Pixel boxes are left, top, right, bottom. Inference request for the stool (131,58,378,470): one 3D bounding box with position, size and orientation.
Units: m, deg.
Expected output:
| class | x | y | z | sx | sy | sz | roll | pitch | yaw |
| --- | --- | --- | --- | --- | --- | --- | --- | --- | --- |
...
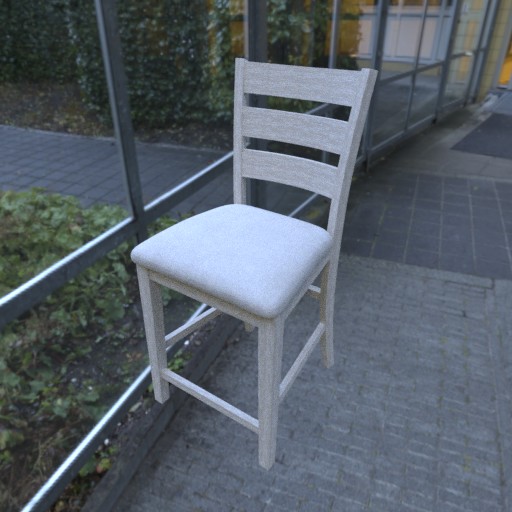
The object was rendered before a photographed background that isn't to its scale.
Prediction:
| class | x | y | z | sx | sy | sz | roll | pitch | yaw |
| --- | --- | --- | --- | --- | --- | --- | --- | --- | --- |
| stool | 0.000 | 0.000 | 1.335 | 0.484 | 1.032 | 0.569 | 19 | 35 | 30 |
